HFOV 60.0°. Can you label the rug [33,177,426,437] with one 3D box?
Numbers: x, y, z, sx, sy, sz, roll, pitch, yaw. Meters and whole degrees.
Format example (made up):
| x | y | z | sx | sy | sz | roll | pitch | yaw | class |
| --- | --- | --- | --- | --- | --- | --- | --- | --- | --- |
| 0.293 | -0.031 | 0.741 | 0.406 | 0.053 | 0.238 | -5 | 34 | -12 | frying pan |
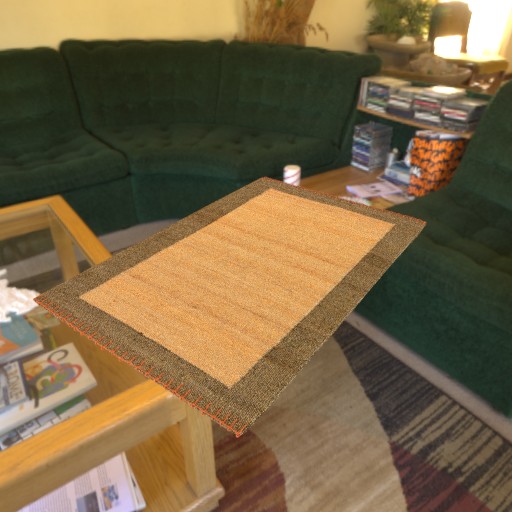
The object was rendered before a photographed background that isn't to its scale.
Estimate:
| x | y | z | sx | sy | sz | roll | pitch | yaw | class |
| --- | --- | --- | --- | --- | --- | --- | --- | --- | --- |
| 0.000 | 0.000 | 2.335 | 1.220 | 0.019 | 1.838 | 21 | 38 | 30 | rug |
